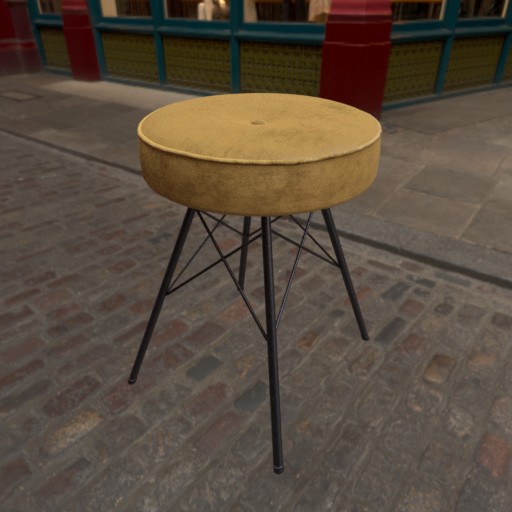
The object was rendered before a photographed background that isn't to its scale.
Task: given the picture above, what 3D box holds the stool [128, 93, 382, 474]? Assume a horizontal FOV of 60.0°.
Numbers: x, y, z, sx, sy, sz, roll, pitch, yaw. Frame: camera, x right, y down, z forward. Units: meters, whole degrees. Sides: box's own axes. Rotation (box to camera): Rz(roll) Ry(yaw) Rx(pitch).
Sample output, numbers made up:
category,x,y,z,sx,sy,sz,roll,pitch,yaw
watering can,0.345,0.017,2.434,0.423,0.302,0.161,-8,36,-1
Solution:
category,x,y,z,sx,sy,sz,roll,pitch,yaw
stool,0.000,0.000,0.934,0.438,0.595,0.472,21,37,30
